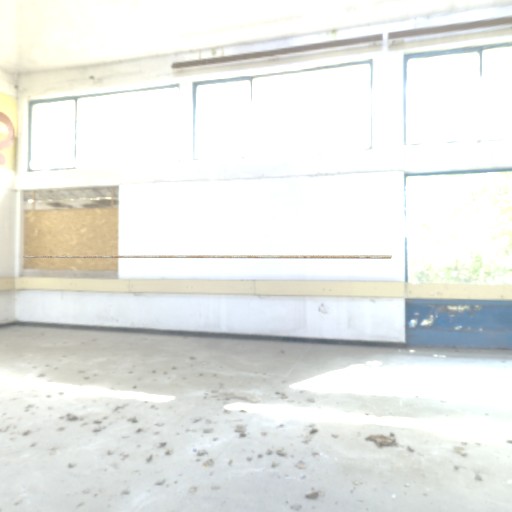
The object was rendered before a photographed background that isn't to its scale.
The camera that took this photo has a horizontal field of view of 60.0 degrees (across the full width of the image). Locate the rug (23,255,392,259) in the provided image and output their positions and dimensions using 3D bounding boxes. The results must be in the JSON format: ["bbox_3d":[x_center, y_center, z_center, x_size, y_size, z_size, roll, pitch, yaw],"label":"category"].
[{"bbox_3d":[0.000,0.000,4.157,2.441,0.011,3.050,0,0,17],"label":"rug"}]
